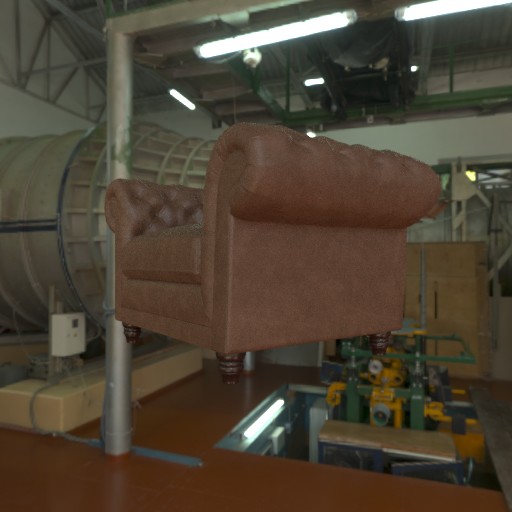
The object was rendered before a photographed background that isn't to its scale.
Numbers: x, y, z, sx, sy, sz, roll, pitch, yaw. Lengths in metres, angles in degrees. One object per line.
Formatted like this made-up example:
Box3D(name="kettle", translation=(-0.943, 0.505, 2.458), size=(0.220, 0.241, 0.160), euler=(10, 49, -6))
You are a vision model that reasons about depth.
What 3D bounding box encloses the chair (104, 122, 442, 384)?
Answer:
Box3D(name="chair", translation=(0.000, 0.000, 1.917), size=(0.954, 0.784, 1.298), euler=(1, -1, -36))
